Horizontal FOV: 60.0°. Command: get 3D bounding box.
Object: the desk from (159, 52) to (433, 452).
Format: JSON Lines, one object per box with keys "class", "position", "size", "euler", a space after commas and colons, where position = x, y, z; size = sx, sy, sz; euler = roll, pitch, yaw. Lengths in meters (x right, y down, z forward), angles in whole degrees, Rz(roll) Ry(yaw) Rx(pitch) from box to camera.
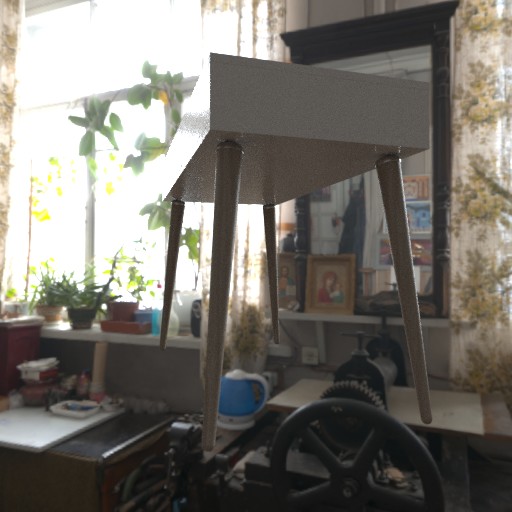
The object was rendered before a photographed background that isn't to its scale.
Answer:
{"class": "desk", "position": [0.000, 0.000, 1.332], "size": [0.491, 0.723, 0.979], "euler": [0, -1, -17]}
